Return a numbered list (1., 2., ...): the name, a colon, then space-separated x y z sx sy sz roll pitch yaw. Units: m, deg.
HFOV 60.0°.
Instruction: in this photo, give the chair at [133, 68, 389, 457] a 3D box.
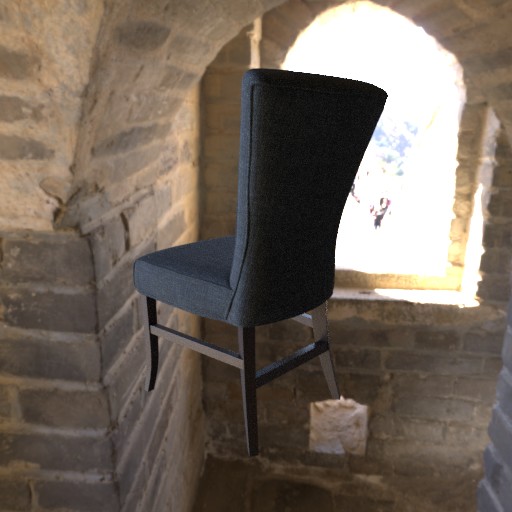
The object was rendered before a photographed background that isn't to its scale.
1. chair: 0.000 0.000 1.366 0.520 0.991 0.660 -14 21 -42
